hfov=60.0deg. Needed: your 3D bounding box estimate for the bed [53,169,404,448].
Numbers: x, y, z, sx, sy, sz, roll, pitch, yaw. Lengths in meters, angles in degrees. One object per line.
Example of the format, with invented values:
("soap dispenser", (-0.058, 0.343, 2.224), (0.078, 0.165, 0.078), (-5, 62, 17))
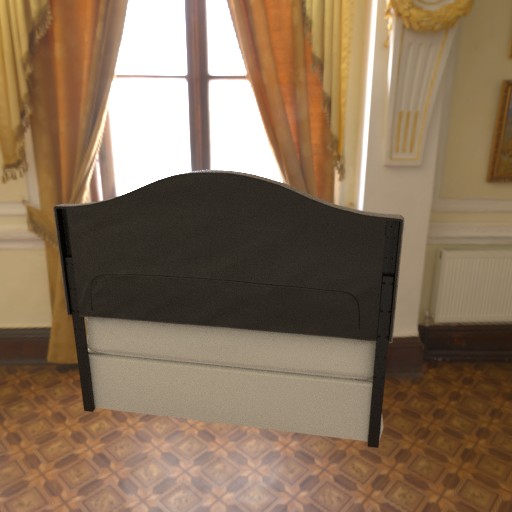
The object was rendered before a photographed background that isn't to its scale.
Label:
("bed", (0.000, 0.000, 2.932), (1.610, 1.295, 1.870), (3, 17, 10))
